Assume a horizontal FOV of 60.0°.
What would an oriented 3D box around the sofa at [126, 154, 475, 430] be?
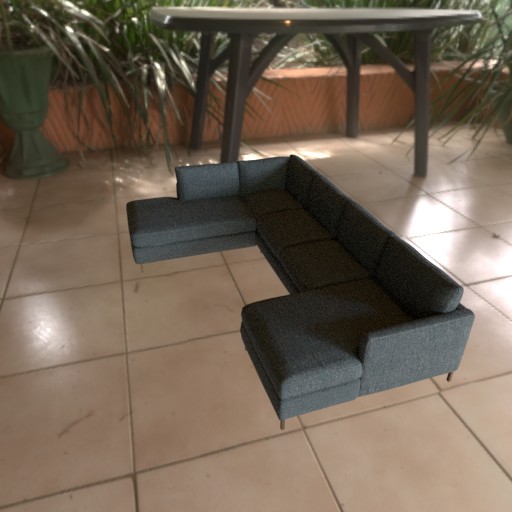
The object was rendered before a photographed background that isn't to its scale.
[{"bbox_3d":[0.000,0.000,3.554,1.879,0.753,2.737,-9,32,-15],"label":"sofa"}]
